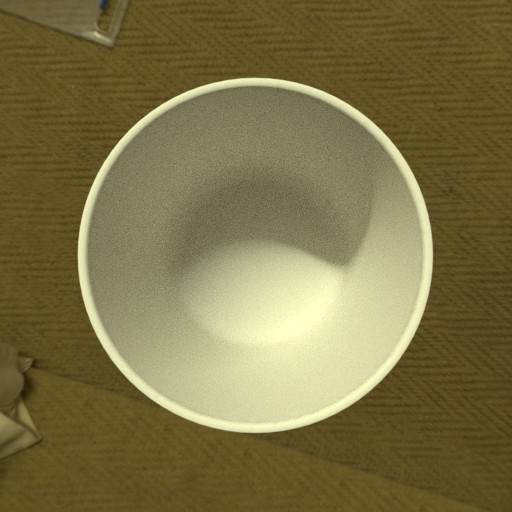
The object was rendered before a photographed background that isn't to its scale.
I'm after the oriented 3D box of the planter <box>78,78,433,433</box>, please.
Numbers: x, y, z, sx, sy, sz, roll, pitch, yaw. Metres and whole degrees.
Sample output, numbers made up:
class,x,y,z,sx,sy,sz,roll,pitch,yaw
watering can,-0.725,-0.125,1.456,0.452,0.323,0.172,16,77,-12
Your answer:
class,x,y,z,sx,sy,sz,roll,pitch,yaw
planter,0.000,0.000,0.745,0.440,0.398,0.440,0,90,0
